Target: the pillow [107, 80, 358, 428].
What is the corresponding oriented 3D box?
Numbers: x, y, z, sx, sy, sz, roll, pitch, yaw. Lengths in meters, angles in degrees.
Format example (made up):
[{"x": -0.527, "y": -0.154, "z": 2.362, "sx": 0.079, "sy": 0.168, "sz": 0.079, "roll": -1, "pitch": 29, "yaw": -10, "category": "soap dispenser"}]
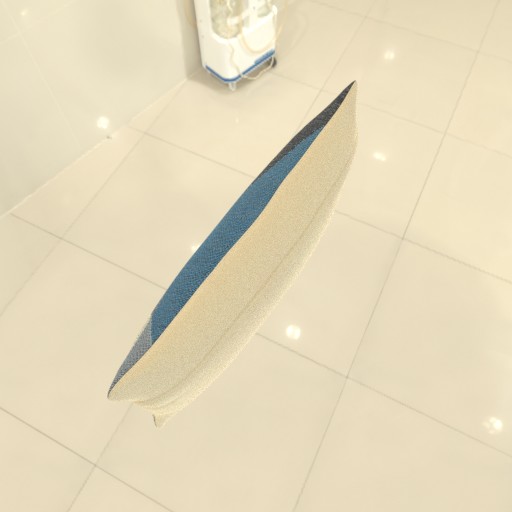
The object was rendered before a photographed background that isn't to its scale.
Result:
[{"x": 0.000, "y": 0.000, "z": 0.735, "sx": 0.148, "sy": 0.307, "sz": 0.604, "roll": 31, "pitch": 67, "yaw": 14, "category": "pillow"}]
